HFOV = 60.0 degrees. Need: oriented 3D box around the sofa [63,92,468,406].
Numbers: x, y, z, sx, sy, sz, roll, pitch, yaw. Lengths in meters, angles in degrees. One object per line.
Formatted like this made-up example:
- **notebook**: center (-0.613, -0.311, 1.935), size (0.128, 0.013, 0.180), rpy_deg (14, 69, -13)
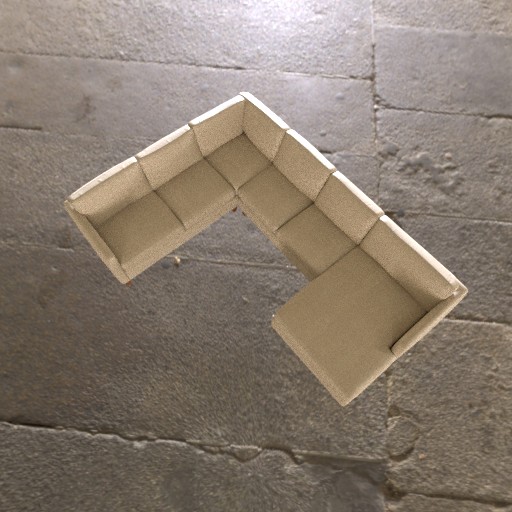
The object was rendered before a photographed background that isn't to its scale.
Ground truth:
- **sofa**: center (0.000, 0.000, 4.748), size (2.594, 0.961, 3.460), rpy_deg (-37, 69, -16)
